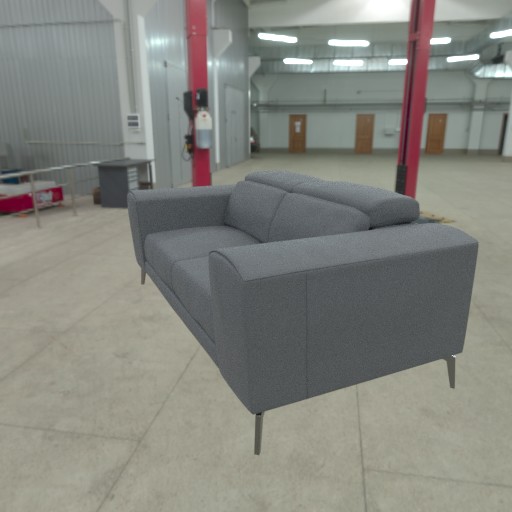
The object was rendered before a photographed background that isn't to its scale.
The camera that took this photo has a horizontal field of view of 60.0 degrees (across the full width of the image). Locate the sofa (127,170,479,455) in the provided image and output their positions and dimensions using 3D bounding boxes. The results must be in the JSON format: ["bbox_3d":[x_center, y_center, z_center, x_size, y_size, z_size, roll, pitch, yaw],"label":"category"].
[{"bbox_3d":[0.000,0.000,2.335,1.003,0.779,1.895,-8,18,-24],"label":"sofa"}]
